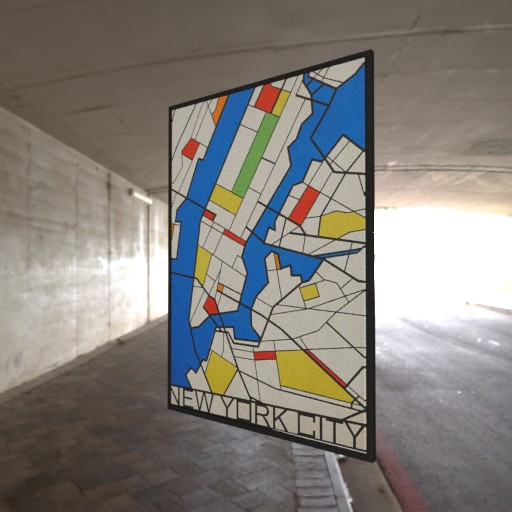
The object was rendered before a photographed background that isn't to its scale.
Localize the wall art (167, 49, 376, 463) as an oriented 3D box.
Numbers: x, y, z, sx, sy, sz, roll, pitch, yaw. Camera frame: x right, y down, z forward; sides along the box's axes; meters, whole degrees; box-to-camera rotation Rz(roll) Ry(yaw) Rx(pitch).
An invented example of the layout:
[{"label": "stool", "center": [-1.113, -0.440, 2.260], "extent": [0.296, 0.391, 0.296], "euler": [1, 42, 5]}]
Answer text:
[{"label": "wall art", "center": [0.000, 0.000, 0.838], "extent": [0.457, 0.657, 0.013], "euler": [-1, -1, 35]}]
